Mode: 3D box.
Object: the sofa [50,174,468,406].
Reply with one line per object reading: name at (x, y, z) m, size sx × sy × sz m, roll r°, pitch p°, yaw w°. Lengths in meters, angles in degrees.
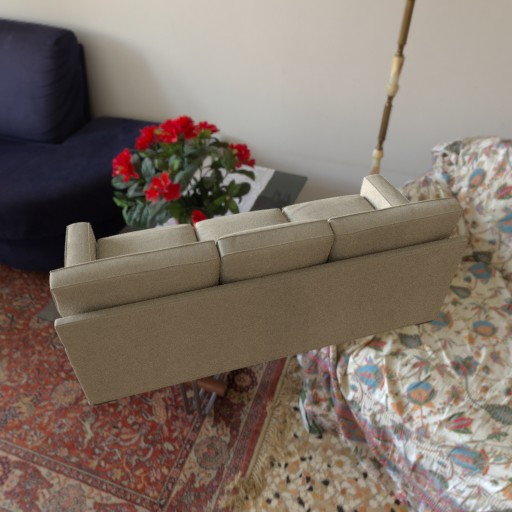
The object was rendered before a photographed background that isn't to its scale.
sofa at (0.000, 0.000, 2.609) m, size 2.093 × 0.862 × 0.936 m, roll -11°, pitch 42°, yaw -12°
